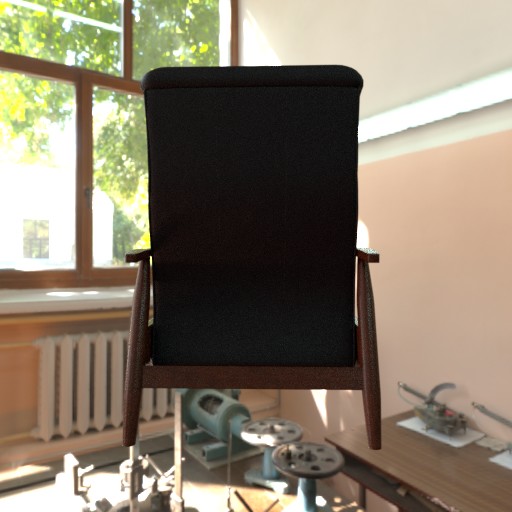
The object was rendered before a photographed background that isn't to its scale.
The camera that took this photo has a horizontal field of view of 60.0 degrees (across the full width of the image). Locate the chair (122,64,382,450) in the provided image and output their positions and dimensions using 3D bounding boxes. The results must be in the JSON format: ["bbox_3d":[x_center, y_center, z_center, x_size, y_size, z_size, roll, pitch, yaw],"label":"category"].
[{"bbox_3d":[0.000,0.000,1.734,0.762,1.082,1.014,0,0,2],"label":"chair"}]
